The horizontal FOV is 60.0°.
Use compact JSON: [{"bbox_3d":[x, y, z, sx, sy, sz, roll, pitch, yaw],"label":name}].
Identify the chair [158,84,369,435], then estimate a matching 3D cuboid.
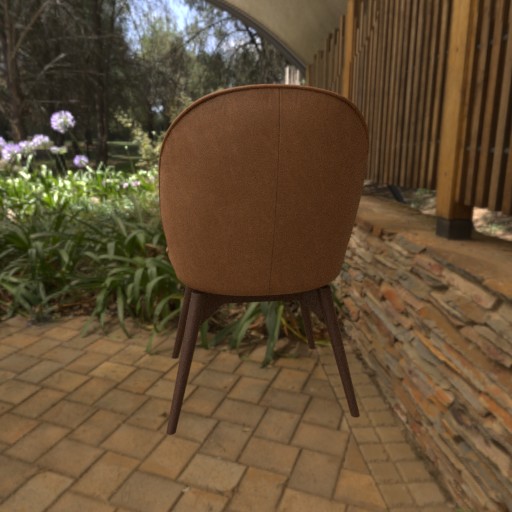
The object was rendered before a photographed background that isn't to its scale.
[{"bbox_3d":[0.000,0.000,1.252,0.521,0.831,0.631,-2,13,-9],"label":"chair"}]
